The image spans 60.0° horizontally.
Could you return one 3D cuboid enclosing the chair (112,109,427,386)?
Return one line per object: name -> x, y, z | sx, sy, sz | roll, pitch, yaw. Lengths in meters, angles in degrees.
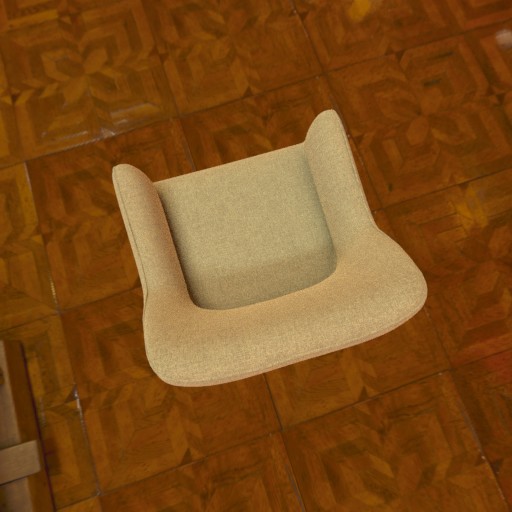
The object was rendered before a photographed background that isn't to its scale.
chair -> 0.000, 0.000, 1.238 | 0.610, 0.813, 0.610 | -16, 76, -4
